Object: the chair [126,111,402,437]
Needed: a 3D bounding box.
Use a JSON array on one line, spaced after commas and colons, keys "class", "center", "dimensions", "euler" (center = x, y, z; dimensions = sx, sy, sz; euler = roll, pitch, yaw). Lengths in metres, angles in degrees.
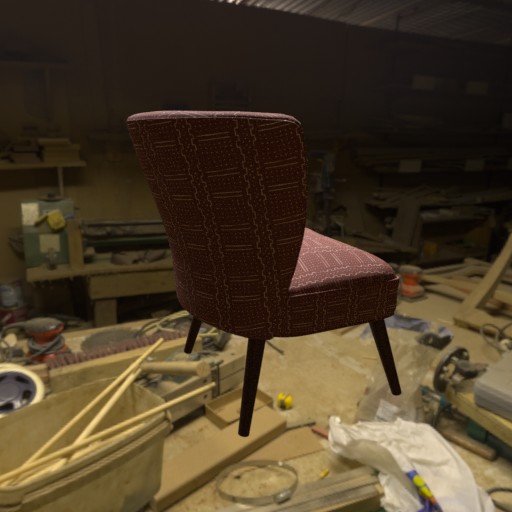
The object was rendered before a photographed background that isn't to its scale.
[{"class": "chair", "center": [0.000, 0.000, 1.439], "dimensions": [0.758, 0.866, 0.706], "euler": [-7, 16, -24]}]
